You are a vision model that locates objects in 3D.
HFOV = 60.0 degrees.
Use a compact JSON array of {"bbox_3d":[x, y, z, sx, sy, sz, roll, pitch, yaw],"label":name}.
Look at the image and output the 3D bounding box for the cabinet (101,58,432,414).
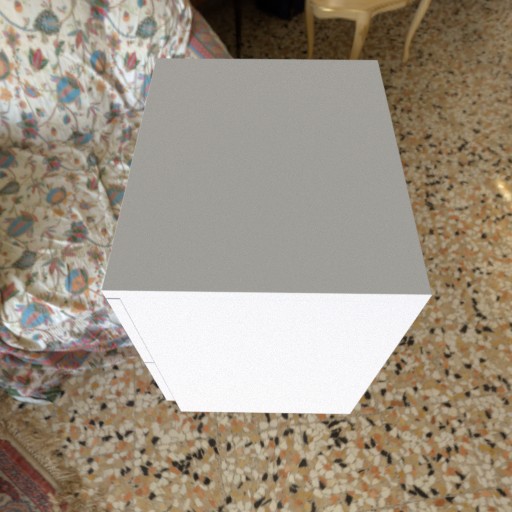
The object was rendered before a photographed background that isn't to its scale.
[{"bbox_3d":[0.000,0.000,0.753,0.360,0.470,0.400,1,56,0],"label":"cabinet"}]
